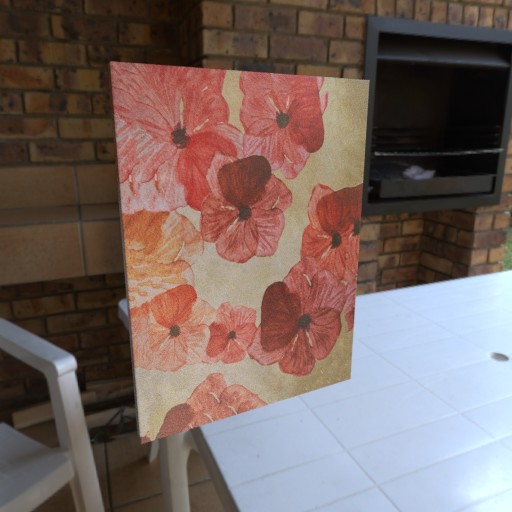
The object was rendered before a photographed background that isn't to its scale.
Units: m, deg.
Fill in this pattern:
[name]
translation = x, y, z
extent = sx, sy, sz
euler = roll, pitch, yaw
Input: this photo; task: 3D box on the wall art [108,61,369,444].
[wall art]
translation = 0.000, 0.000, 1.318
extent = 0.762, 1.015, 0.031
euler = -8, 17, -27
